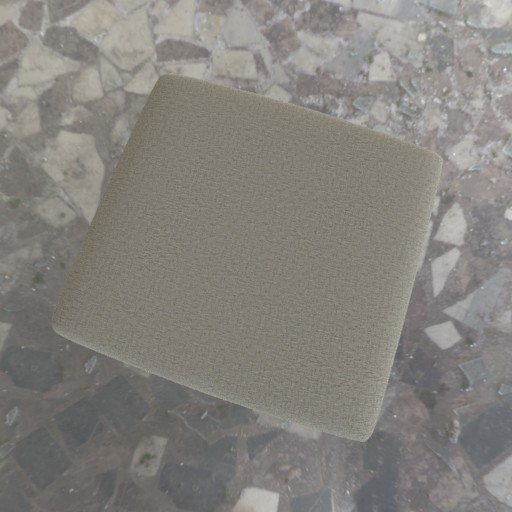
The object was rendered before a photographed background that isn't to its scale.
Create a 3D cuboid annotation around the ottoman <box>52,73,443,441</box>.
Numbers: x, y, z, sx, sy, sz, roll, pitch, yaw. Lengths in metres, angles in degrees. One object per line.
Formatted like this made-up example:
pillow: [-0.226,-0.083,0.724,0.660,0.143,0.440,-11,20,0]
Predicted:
ottoman: [0.000,0.000,1.058,0.655,0.399,0.648,18,77,4]
